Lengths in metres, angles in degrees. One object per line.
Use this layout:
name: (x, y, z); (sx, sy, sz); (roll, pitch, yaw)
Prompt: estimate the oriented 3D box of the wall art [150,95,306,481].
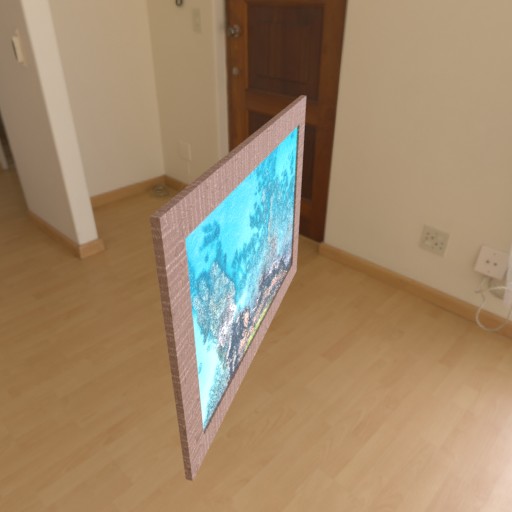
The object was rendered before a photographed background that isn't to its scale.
wall art: (0.000, 0.000, 1.380); (0.020, 0.761, 1.056); (10, 33, 16)
